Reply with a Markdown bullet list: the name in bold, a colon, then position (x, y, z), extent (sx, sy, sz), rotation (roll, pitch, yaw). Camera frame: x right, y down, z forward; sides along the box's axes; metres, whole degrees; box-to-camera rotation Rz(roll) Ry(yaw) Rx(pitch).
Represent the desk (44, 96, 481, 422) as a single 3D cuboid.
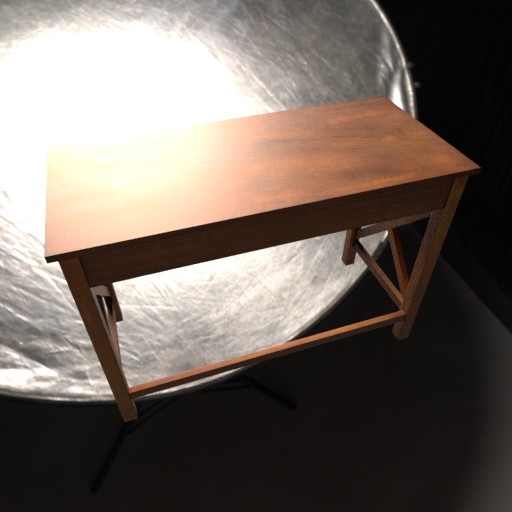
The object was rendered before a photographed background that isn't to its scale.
- **desk**: position (0.000, 0.000, 1.504), extent (1.117, 0.762, 0.508), rotation (-13, 44, -14)
